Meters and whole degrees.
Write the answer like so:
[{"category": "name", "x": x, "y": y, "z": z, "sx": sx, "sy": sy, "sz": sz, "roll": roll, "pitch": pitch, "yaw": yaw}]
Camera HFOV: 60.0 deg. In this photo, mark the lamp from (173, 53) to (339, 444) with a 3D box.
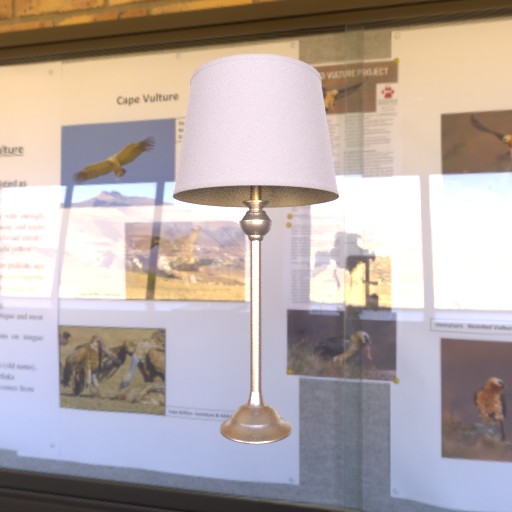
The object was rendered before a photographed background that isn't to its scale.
[{"category": "lamp", "x": 0.000, "y": 0.000, "z": 0.895, "sx": 0.331, "sy": 0.698, "sz": 0.331, "roll": 0, "pitch": 0, "yaw": 0}]
